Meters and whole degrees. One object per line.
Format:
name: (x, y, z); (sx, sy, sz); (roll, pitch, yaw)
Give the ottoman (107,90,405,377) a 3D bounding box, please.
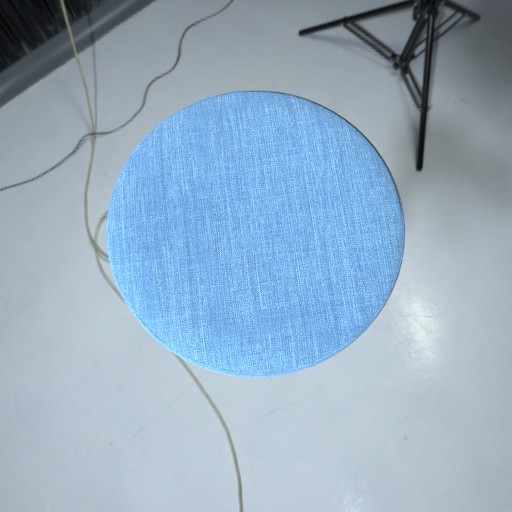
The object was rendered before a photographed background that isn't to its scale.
ottoman: (0.000, 0.000, 0.760); (0.398, 0.406, 0.398); (0, 76, 0)
